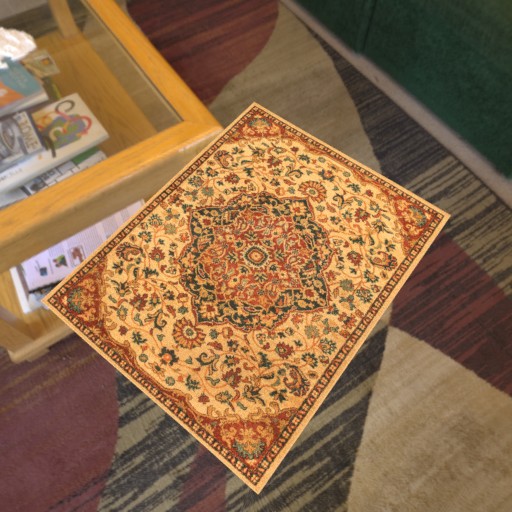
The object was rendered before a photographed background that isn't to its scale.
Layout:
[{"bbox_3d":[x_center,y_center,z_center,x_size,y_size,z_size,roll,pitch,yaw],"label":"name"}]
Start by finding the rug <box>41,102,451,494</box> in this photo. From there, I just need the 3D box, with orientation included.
[{"bbox_3d":[0.000,0.000,4.137,2.454,0.005,3.067,35,68,16],"label":"rug"}]
